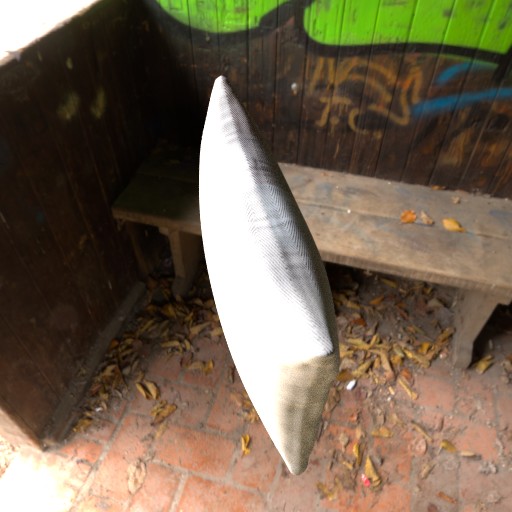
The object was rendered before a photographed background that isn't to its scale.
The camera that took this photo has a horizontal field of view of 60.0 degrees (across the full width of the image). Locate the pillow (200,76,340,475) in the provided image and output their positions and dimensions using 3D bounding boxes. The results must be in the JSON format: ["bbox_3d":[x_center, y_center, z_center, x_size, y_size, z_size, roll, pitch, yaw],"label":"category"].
[{"bbox_3d":[0.000,0.000,0.629,0.139,0.305,0.506,-9,47,-9],"label":"pillow"}]
